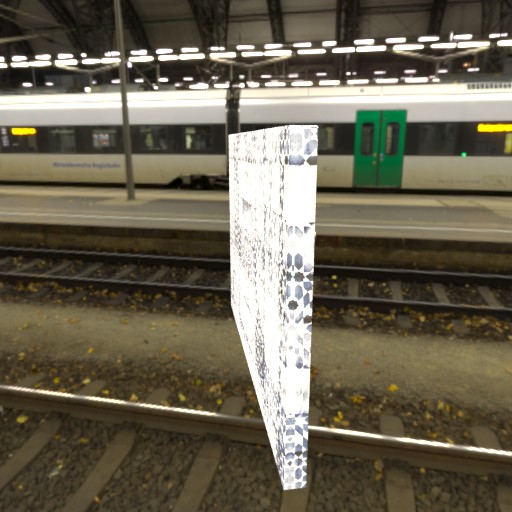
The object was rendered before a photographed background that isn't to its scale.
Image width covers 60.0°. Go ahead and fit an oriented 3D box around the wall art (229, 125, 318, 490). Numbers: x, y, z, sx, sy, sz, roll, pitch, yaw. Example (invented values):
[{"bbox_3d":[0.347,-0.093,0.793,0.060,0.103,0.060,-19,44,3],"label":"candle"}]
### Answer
[{"bbox_3d":[0.000,0.000,0.755,0.030,0.406,0.608,-2,15,-9],"label":"wall art"}]
